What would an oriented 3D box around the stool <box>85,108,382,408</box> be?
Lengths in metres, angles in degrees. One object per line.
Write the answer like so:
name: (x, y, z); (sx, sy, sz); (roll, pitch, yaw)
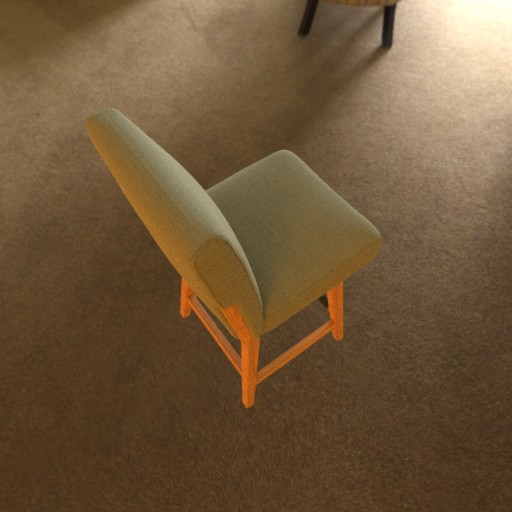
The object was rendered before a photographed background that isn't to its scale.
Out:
stool: (0.000, 0.000, 1.295); (0.570, 1.019, 0.459); (-31, 62, -19)
